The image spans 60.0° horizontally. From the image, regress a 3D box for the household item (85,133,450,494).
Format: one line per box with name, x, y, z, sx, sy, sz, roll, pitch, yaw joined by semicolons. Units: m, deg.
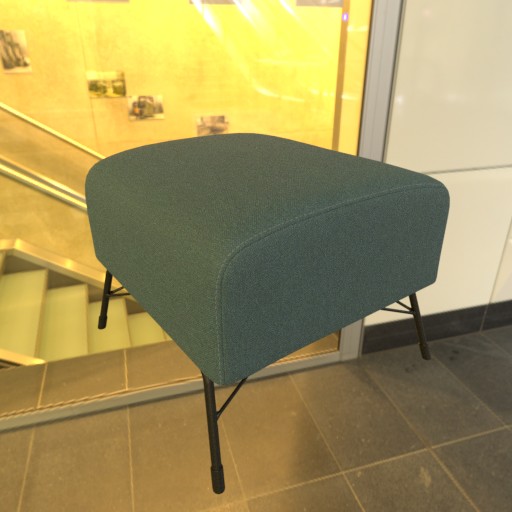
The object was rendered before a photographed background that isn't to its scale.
household item;0.000;0.000;0.887;0.530;0.420;0.530;-18;31;-32
